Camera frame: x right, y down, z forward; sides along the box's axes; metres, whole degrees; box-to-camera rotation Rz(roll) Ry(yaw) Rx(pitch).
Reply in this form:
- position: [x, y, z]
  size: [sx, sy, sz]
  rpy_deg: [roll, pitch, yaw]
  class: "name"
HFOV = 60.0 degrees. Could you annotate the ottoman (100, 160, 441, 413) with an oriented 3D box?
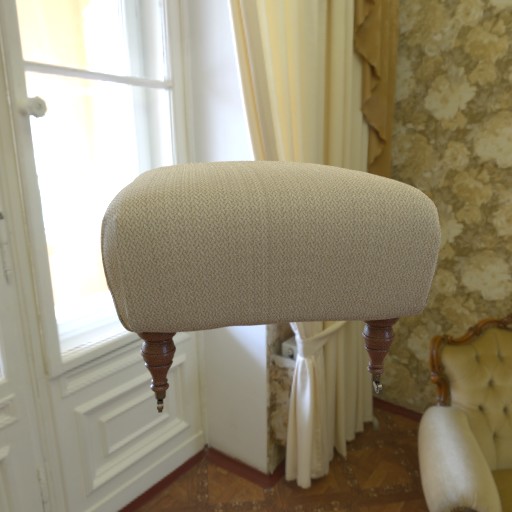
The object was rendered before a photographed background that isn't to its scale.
- position: [0.000, 0.000, 1.083]
  size: [0.622, 0.447, 0.684]
  rpy_deg: [-2, 15, -8]
  class: "ottoman"
